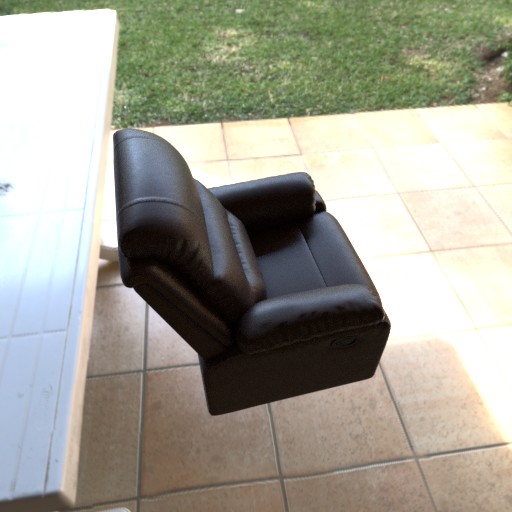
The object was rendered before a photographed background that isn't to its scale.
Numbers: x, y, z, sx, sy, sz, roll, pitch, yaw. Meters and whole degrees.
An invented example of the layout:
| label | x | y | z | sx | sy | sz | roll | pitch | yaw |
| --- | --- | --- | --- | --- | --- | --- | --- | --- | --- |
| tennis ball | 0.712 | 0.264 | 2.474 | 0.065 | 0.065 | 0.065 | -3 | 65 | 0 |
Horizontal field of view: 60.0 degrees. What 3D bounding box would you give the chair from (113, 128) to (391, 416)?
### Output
| label | x | y | z | sx | sy | sz | roll | pitch | yaw |
| --- | --- | --- | --- | --- | --- | --- | --- | --- | --- |
| chair | 0.000 | 0.000 | 1.740 | 0.919 | 0.992 | 0.855 | -10 | 47 | -10 |
